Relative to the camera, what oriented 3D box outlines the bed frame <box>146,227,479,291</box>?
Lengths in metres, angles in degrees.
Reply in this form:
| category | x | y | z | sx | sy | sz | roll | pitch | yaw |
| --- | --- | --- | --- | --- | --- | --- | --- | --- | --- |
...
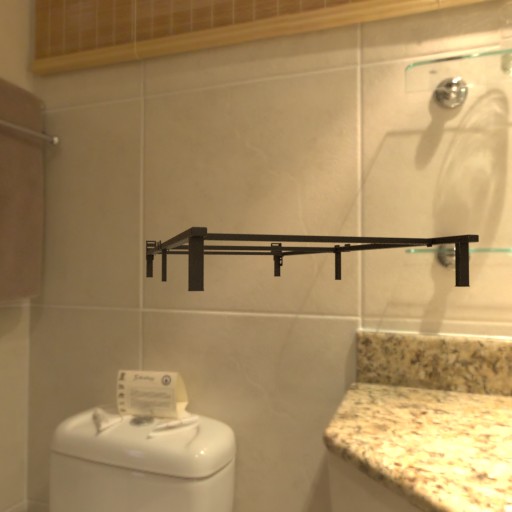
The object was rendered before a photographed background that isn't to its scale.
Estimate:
| category | x | y | z | sx | sy | sz | roll | pitch | yaw |
| --- | --- | --- | --- | --- | --- | --- | --- | --- | --- |
| bed frame | 0.000 | 0.000 | 2.230 | 0.968 | 0.248 | 1.897 | 0 | -2 | -17 |
